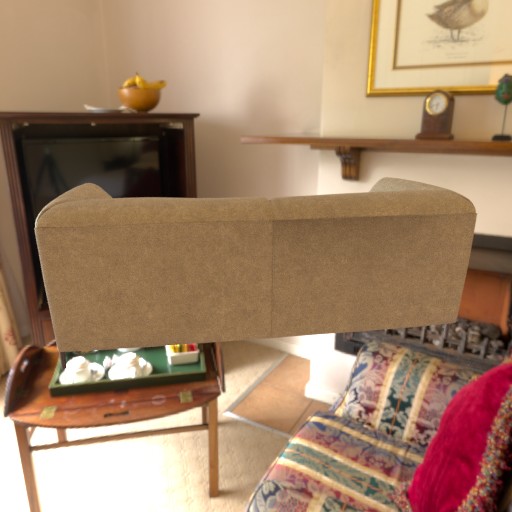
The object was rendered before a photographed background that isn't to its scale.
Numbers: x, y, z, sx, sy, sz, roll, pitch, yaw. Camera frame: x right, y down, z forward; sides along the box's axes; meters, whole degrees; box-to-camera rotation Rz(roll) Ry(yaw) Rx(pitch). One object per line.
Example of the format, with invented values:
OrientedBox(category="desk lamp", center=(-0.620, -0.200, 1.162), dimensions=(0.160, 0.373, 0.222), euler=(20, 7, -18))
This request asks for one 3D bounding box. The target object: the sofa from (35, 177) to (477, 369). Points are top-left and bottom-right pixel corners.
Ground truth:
OrientedBox(category="sofa", center=(0.000, 0.000, 2.312), dimensions=(1.878, 0.747, 0.905), euler=(-3, 17, -9))
